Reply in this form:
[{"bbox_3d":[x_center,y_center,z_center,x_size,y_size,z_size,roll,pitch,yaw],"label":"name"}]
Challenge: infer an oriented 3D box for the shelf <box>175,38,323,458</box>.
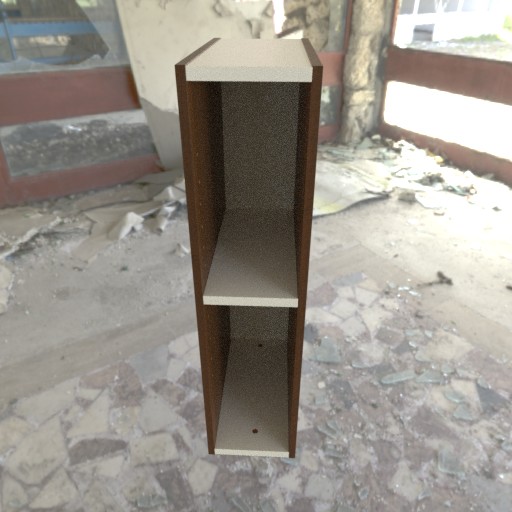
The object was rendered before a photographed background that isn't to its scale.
[{"bbox_3d":[0.000,0.000,0.704,0.147,0.600,0.290,1,31,3],"label":"shelf"}]
